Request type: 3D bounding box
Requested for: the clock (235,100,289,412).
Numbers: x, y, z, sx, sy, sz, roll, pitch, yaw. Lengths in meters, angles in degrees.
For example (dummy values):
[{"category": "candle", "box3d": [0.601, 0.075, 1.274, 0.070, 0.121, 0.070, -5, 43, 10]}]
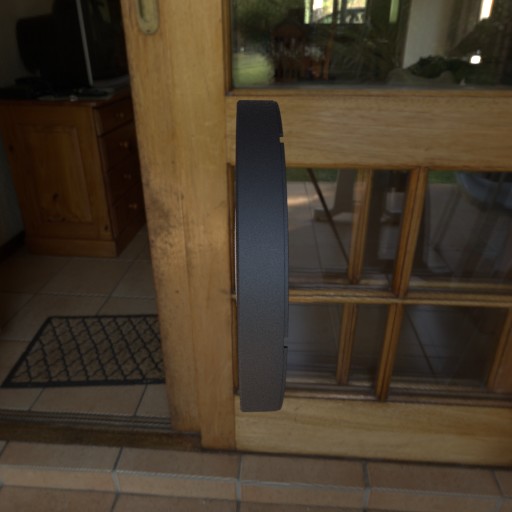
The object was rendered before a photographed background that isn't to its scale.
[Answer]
[{"category": "clock", "box3d": [0.000, 0.000, 0.442, 0.040, 0.293, 0.293, -1, 27, -1]}]
